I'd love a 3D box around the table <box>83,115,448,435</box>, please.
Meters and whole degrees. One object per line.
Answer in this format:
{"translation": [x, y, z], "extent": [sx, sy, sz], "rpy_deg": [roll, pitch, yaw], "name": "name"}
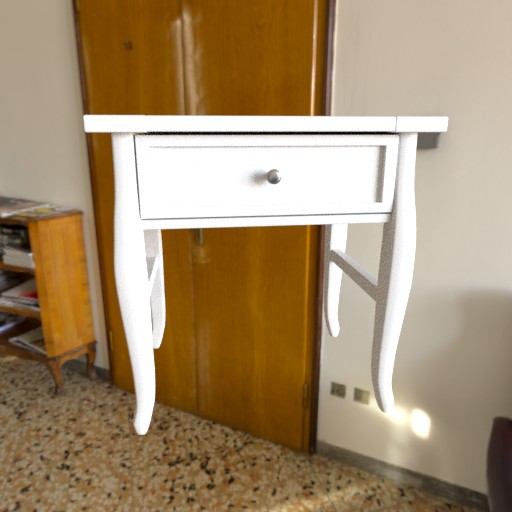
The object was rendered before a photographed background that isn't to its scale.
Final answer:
{"translation": [0.000, 0.000, 1.018], "extent": [0.599, 0.605, 0.463], "rpy_deg": [-2, 16, -8], "name": "table"}
